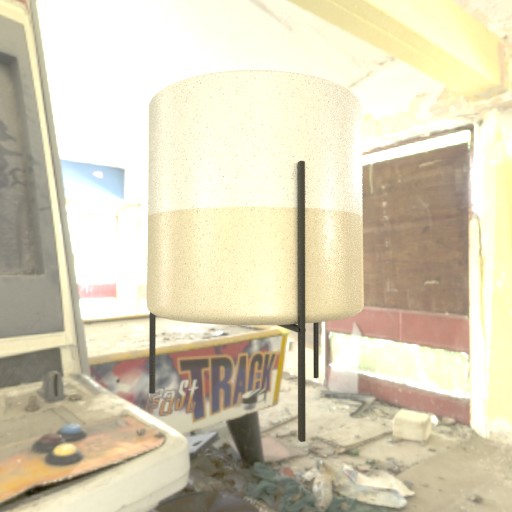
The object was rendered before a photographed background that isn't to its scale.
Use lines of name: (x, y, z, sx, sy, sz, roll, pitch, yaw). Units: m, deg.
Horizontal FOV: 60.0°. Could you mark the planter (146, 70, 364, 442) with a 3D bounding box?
planter: (0.000, 0.000, 0.748, 0.359, 0.484, 0.368, 0, -1, -19)
